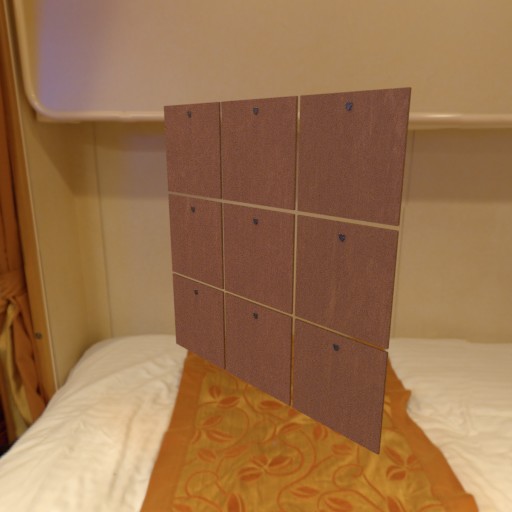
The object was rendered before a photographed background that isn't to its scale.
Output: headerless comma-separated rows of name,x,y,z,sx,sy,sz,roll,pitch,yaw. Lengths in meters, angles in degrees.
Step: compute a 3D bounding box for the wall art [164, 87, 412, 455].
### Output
wall art,0.000,0.000,2.273,0.023,1.522,1.526,-15,21,-43
